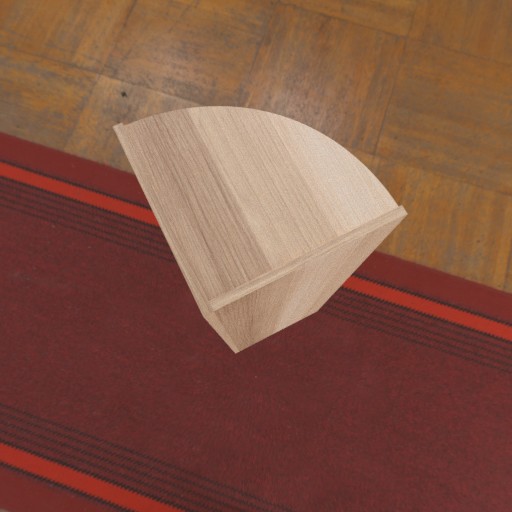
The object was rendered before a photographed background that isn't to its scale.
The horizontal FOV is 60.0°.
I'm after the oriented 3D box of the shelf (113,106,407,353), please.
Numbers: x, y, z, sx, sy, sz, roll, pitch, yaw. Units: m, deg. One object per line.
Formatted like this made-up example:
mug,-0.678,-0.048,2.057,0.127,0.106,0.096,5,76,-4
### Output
shelf,0.000,0.000,1.006,0.290,0.872,0.290,-26,76,-7
